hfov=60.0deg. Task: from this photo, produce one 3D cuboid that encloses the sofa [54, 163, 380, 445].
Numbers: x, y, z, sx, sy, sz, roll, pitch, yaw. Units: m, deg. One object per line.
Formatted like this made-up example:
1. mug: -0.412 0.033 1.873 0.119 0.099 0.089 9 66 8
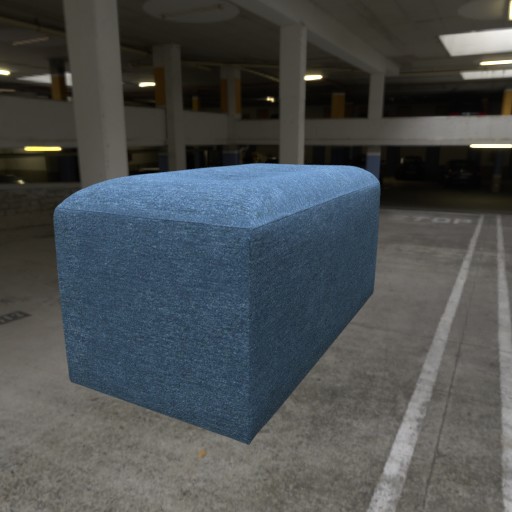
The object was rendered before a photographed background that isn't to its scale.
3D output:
1. sofa: 0.000 0.000 1.229 0.480 0.470 0.930 8 16 27
